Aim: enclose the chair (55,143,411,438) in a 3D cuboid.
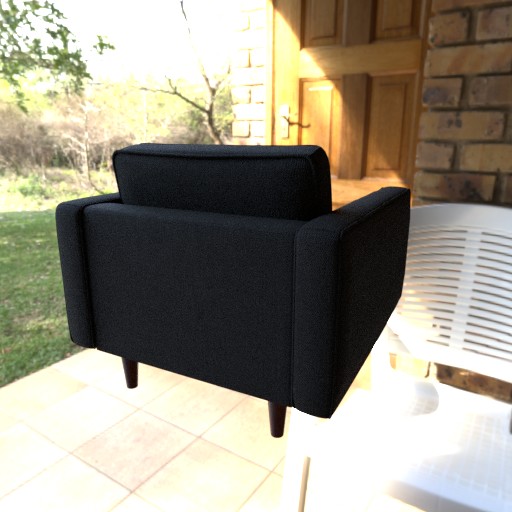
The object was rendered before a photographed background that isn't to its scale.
[{"bbox_3d":[0.000,0.000,1.549,0.899,0.770,0.919,8,17,26],"label":"chair"}]
